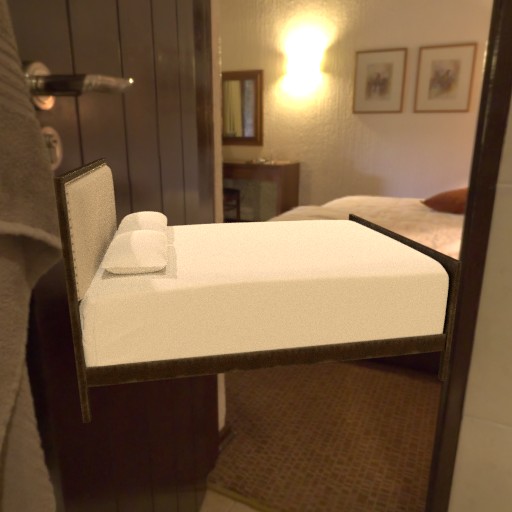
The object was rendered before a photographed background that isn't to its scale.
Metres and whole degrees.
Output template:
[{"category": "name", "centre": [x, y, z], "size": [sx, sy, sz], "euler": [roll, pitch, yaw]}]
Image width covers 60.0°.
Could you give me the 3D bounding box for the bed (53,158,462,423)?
[{"category": "bed", "centre": [0.000, 0.000, 3.183], "size": [2.221, 1.313, 1.607], "euler": [-3, 16, -11]}]
